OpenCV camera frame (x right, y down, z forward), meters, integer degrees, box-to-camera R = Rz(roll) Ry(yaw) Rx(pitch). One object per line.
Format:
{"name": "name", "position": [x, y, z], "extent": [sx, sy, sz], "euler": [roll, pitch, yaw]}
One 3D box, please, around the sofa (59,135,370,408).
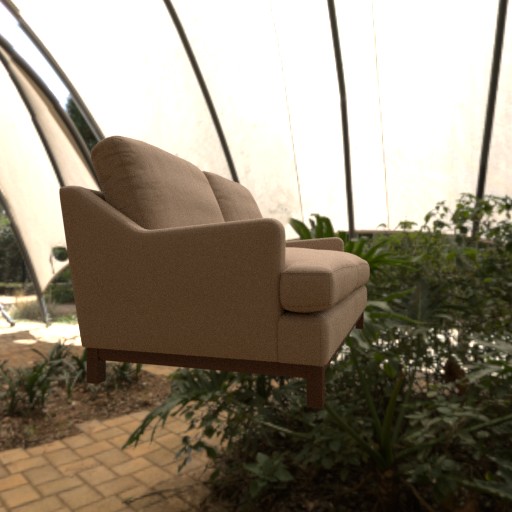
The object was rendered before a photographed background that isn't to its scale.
{"name": "sofa", "position": [0.000, 0.000, 2.203], "extent": [1.004, 0.910, 1.619], "euler": [0, 0, 18]}
